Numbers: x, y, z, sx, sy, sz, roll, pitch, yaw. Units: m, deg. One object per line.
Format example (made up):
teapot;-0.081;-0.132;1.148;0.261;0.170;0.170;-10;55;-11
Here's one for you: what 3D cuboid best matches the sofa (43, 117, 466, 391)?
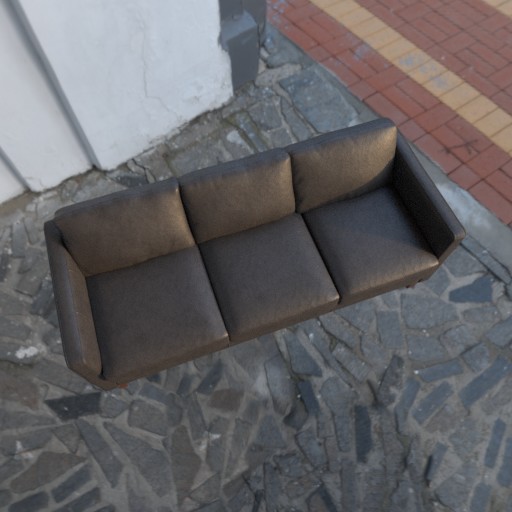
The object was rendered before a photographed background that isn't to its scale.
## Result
sofa;0.000;0.000;2.991;2.464;1.006;1.045;-18;64;-9
